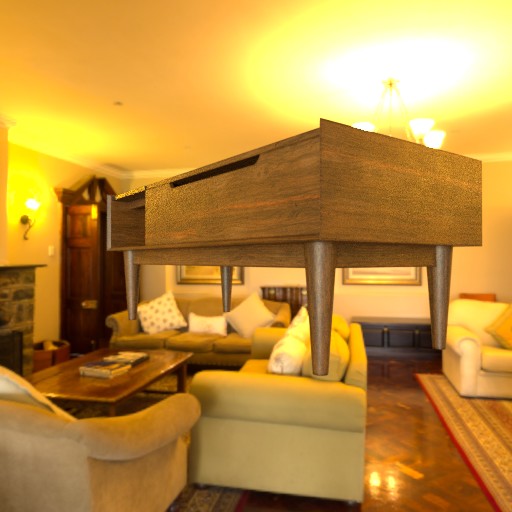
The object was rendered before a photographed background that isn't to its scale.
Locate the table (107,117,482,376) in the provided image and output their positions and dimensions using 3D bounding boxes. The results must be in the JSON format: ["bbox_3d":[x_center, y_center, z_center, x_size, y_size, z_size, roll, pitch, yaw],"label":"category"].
[{"bbox_3d":[0.000,0.000,1.501,0.610,0.508,1.221,0,-1,-37],"label":"table"}]
